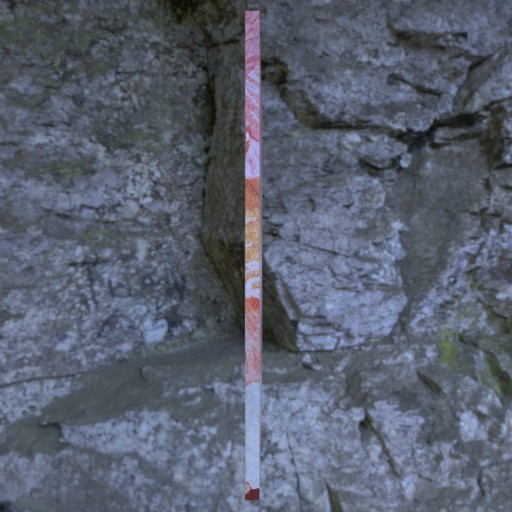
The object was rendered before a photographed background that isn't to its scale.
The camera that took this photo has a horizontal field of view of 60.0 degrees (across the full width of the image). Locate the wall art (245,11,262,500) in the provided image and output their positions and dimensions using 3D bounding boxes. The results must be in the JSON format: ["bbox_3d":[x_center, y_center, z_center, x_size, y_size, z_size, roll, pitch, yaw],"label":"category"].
[{"bbox_3d":[0.000,0.000,1.298,0.031,1.015,0.762,0,0,1],"label":"wall art"}]
